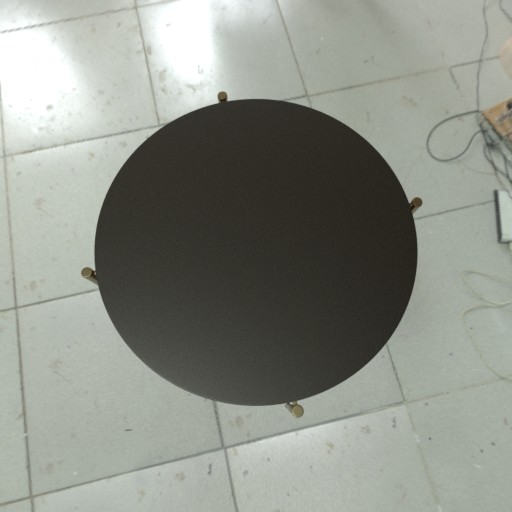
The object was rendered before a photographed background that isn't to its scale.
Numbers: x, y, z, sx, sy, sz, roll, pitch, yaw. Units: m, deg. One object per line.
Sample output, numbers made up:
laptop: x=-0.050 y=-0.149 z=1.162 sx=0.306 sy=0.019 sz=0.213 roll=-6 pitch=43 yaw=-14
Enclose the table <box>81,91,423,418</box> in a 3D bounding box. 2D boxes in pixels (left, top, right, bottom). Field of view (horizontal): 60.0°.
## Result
table: x=0.000 y=0.000 z=1.483 sx=0.938 sy=0.400 sz=0.938 roll=-41 pitch=77 yaw=-11
